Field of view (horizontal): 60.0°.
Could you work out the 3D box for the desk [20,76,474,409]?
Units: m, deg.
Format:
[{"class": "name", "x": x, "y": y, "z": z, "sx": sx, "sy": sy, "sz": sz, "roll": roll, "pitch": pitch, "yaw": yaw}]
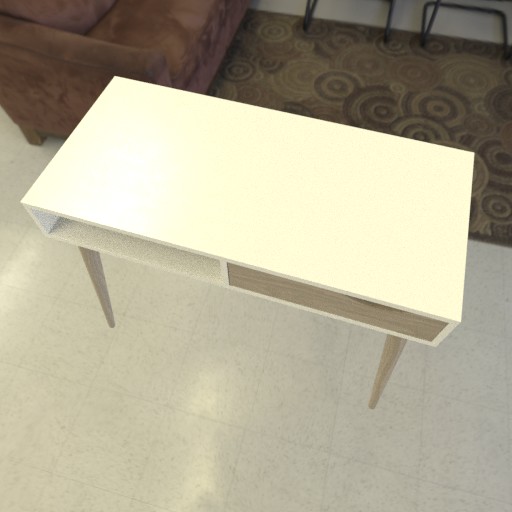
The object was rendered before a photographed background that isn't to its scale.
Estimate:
[{"class": "desk", "x": 0.000, "y": 0.000, "z": 1.359, "sx": 0.979, "sy": 0.723, "sz": 0.491, "roll": 15, "pitch": 60, "yaw": 9}]
